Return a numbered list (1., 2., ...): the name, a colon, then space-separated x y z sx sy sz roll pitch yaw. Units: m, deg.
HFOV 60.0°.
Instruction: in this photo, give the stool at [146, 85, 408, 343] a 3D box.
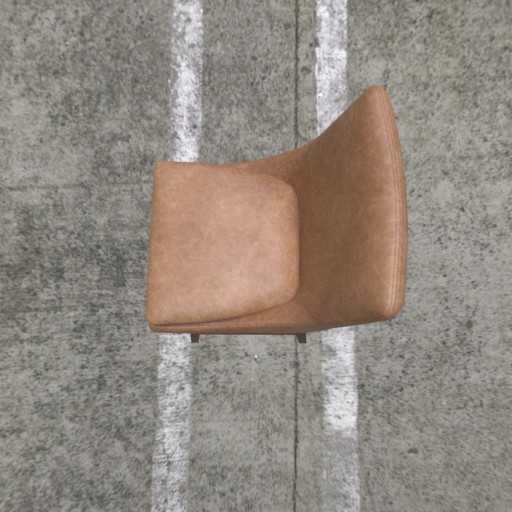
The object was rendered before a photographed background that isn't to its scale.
1. stool: 0.000 0.000 1.343 0.572 1.079 0.487 0 77 0
